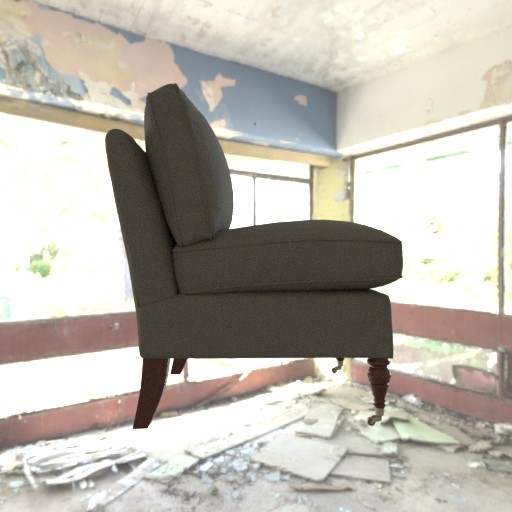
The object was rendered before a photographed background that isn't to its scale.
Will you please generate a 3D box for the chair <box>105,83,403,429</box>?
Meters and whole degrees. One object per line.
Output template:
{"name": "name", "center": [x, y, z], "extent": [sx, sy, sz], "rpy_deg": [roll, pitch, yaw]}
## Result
{"name": "chair", "center": [0.000, 0.000, 1.670], "extent": [0.924, 1.045, 0.724], "rpy_deg": [0, 0, -1]}
